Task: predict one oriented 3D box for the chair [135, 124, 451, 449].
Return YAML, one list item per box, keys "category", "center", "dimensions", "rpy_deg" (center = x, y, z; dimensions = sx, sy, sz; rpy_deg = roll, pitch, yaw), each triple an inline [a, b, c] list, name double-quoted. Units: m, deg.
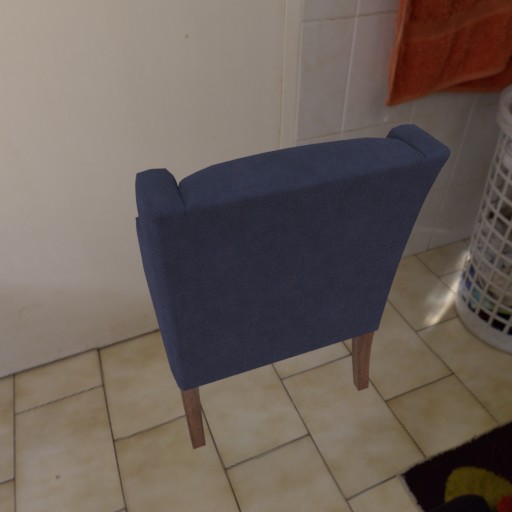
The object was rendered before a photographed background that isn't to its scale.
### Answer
- category: "chair"
  center: [0.000, 0.000, 1.301]
  dimensions: [0.629, 0.895, 0.629]
  rpy_deg: [-14, 42, -15]
